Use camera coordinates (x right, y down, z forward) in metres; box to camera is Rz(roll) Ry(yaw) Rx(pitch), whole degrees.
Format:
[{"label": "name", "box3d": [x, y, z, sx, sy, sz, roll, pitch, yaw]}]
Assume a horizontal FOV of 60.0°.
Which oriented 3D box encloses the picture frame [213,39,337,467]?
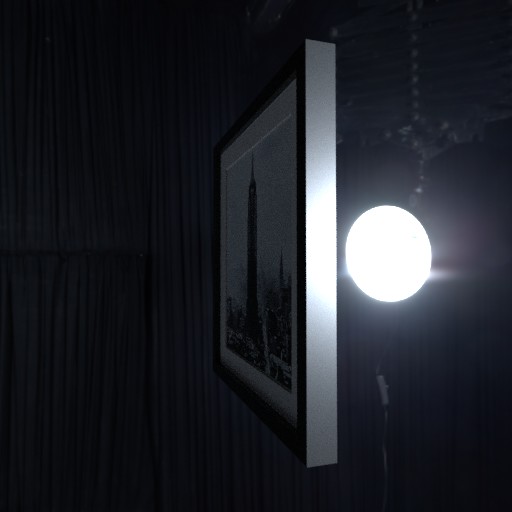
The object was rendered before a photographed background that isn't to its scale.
[{"label": "picture frame", "box3d": [0.000, 0.000, 0.538, 0.029, 0.353, 0.355, 0, -2, -18]}]
